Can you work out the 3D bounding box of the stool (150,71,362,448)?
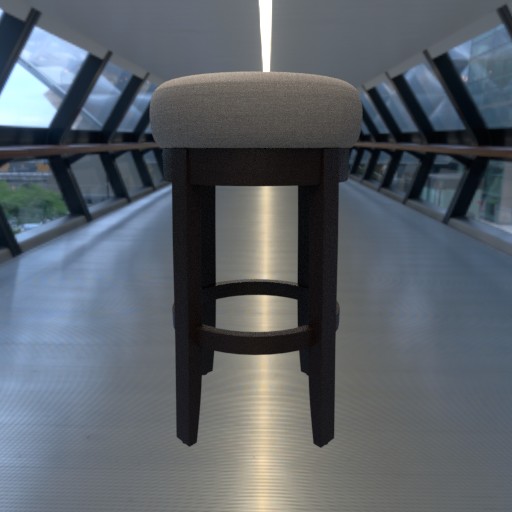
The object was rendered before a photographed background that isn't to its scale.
[{"bbox_3d":[0.000,0.000,1.017,0.443,0.757,0.443,0,14,0],"label":"stool"}]
